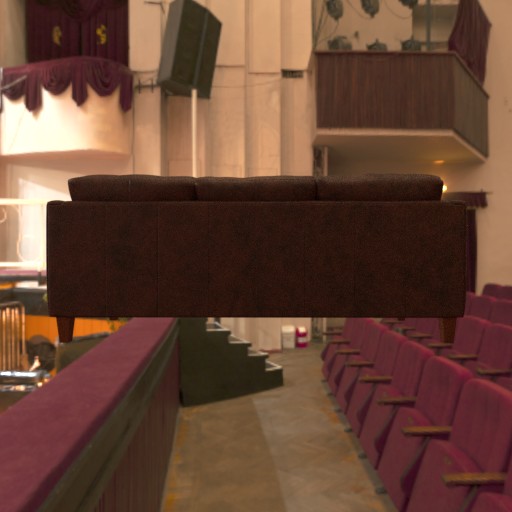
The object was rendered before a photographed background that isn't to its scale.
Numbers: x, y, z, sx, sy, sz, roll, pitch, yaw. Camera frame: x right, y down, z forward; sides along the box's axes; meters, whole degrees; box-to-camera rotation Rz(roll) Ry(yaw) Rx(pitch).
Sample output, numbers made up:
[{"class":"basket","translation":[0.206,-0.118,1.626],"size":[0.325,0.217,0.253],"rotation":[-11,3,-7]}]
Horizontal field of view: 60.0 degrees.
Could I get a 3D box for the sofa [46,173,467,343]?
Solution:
[{"class":"sofa","translation":[0.000,0.000,3.070],"size":[2.464,1.006,1.045],"rotation":[0,0,1]}]
